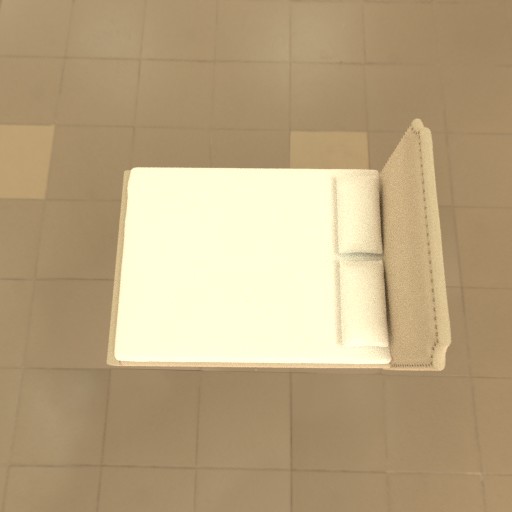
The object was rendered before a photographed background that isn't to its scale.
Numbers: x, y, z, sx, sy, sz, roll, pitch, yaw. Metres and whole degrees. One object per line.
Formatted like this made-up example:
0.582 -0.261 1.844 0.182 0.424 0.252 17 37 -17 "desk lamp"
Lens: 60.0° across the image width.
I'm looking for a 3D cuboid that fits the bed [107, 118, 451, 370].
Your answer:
0.000 0.000 3.471 2.372 1.443 1.713 1 76 0 "bed"
